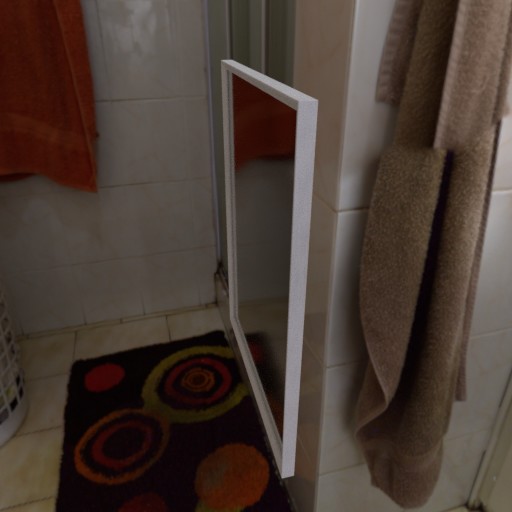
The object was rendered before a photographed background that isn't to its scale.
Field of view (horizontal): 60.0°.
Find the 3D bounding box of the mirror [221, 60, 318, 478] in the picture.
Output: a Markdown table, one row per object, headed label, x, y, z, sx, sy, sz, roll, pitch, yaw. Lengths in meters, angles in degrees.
| label | x | y | z | sx | sy | sz | roll | pitch | yaw |
| --- | --- | --- | --- | --- | --- | --- | --- | --- | --- |
| mirror | 0.000 | 0.000 | 1.330 | 0.041 | 1.016 | 0.762 | -7 | 30 | -12 |
